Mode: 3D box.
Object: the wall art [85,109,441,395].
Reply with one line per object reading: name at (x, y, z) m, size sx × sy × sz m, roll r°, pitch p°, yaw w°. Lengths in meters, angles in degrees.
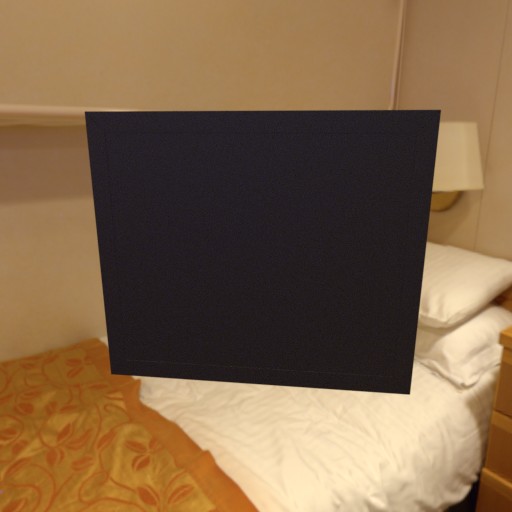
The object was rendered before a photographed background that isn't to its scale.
wall art at (0.000, 0.000, 0.530) m, size 0.381 × 0.330 × 0.029 m, roll 2°, pitch 16°, yaw 7°
